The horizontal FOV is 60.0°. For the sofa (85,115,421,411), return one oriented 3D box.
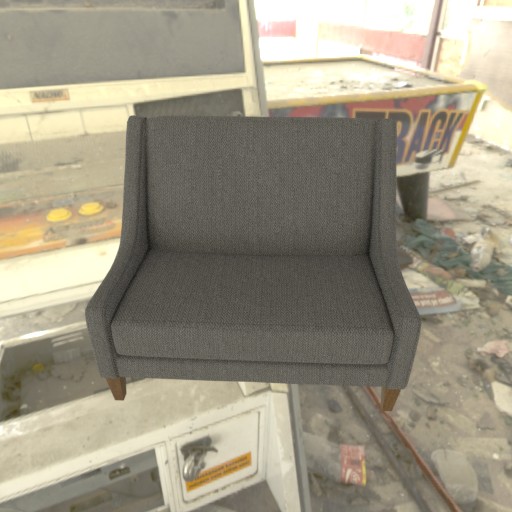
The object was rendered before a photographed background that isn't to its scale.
[{"bbox_3d":[0.000,0.000,1.932,1.242,1.022,0.873,1,31,2],"label":"sofa"}]
